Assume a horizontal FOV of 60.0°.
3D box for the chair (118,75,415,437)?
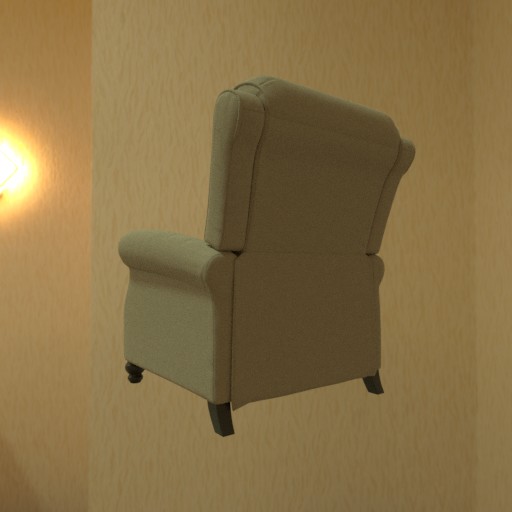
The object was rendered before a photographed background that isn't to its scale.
[{"bbox_3d":[0.000,0.000,1.747,0.859,1.046,0.919,1,-1,-37],"label":"chair"}]
